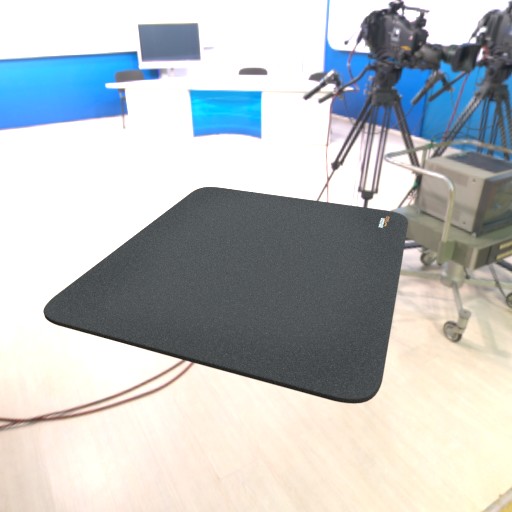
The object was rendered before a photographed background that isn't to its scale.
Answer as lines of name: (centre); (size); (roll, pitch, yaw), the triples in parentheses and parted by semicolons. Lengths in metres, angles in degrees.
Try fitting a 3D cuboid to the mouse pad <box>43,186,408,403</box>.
mouse pad: (0.000, 0.000, 0.327); (0.203, 0.003, 0.229); (10, 32, 17)
